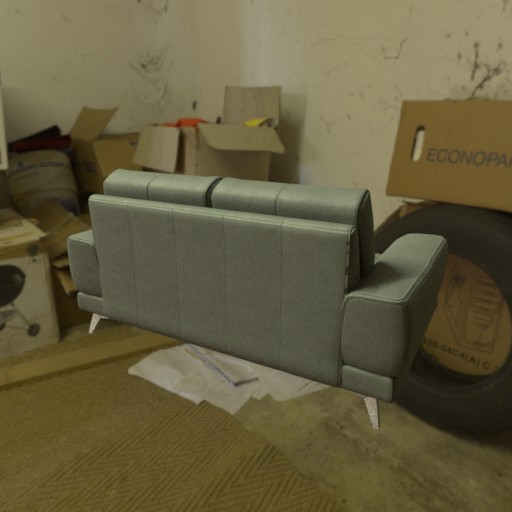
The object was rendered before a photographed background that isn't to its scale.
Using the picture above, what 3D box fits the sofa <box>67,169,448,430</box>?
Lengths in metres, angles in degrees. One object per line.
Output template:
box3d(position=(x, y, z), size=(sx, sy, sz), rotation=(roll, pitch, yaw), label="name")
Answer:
box3d(position=(0.000, 0.000, 2.363), size=(1.806, 0.907, 1.018), rotation=(10, 20, 28), label="sofa")
